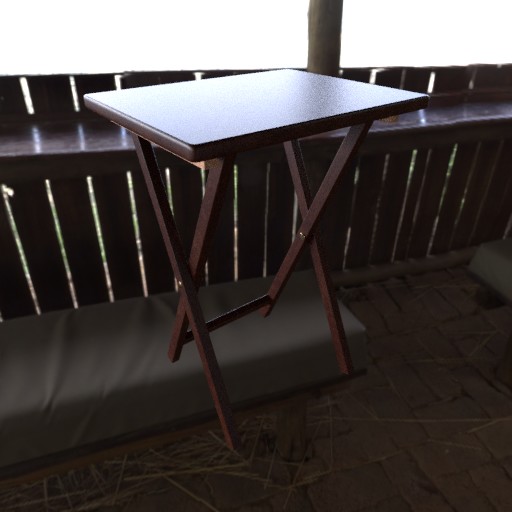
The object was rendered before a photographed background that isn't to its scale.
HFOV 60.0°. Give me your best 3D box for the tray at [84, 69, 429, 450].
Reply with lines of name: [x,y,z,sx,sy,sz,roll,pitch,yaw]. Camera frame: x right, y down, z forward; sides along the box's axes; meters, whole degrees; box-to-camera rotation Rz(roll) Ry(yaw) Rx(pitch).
tray: [0.000,0.000,0.948,0.483,0.660,0.381,-22,37,-31]
